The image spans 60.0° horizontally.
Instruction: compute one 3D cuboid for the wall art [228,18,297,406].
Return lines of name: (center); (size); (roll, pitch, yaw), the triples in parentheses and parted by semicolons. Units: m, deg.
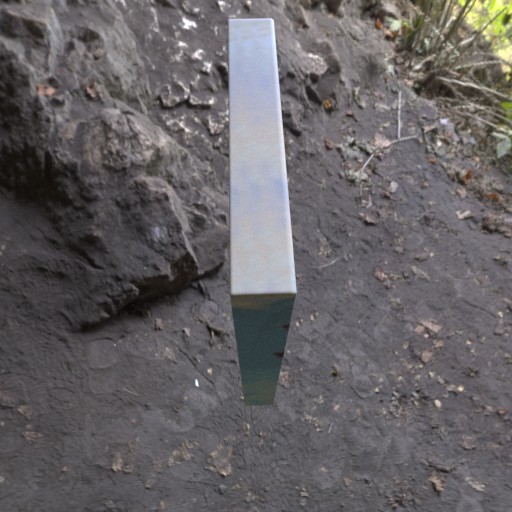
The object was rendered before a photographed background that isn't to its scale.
wall art: (0.000, 0.000, 0.481); (0.039, 0.380, 0.251); (-2, 62, -1)
